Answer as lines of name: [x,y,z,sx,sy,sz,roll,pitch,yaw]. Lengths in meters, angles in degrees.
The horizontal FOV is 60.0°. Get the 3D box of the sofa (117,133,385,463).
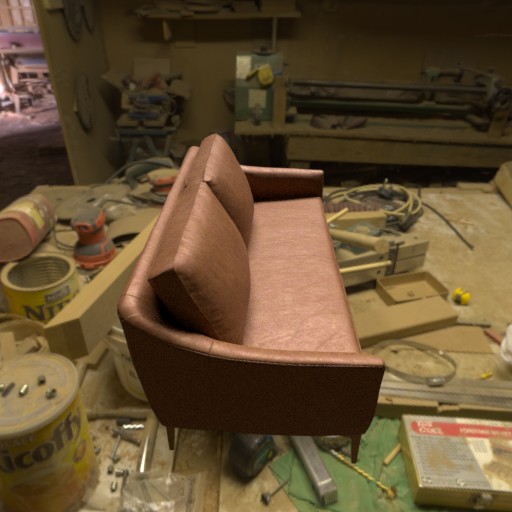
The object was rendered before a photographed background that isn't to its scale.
sofa: [0.000,0.000,2.531,0.981,0.945,2.036,0,31,1]
